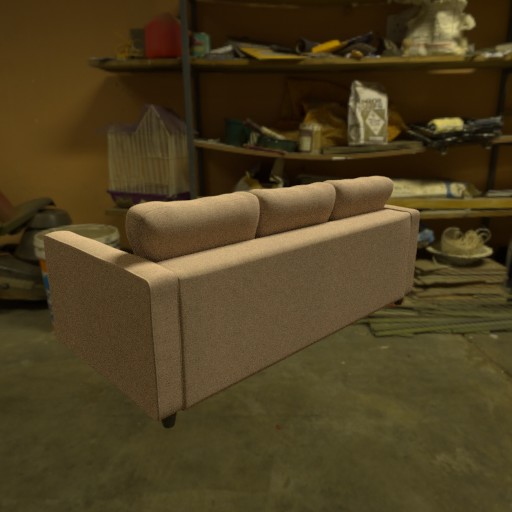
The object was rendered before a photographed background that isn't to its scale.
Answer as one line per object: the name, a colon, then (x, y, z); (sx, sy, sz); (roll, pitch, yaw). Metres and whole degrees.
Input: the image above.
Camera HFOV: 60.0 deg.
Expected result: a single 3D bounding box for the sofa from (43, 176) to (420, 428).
sofa: (0.000, 0.000, 2.385); (1.855, 0.800, 0.930); (-15, 22, -42)
